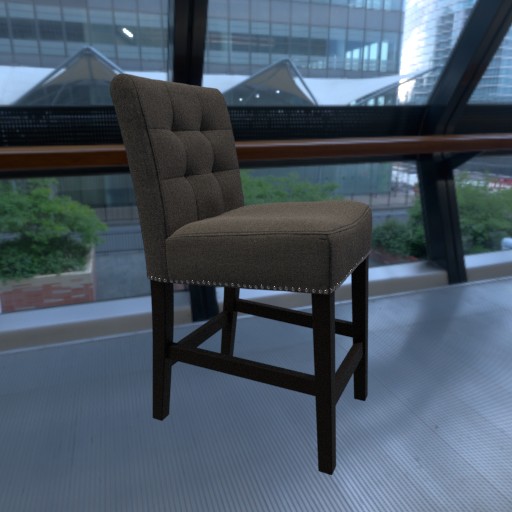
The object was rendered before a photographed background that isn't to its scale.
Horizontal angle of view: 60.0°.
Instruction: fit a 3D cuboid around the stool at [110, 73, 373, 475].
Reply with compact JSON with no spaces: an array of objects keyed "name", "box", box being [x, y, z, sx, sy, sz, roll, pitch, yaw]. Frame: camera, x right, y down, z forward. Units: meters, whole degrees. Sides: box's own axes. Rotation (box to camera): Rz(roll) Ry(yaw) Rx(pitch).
[{"name":"stool","box":[0.000,0.000,1.172,0.571,0.885,0.427,8,17,25]}]
